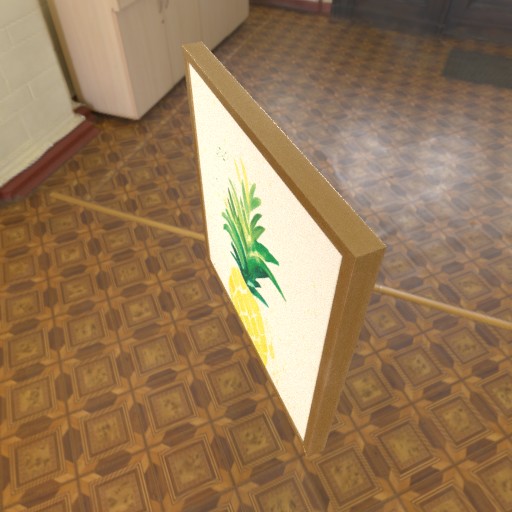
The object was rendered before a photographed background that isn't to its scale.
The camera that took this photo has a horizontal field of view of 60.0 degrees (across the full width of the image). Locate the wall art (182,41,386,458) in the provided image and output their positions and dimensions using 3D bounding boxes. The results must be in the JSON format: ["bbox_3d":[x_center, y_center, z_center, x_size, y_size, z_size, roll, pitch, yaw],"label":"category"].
[{"bbox_3d":[0.000,0.000,0.743,0.033,0.509,0.510,-18,50,-16],"label":"wall art"}]
